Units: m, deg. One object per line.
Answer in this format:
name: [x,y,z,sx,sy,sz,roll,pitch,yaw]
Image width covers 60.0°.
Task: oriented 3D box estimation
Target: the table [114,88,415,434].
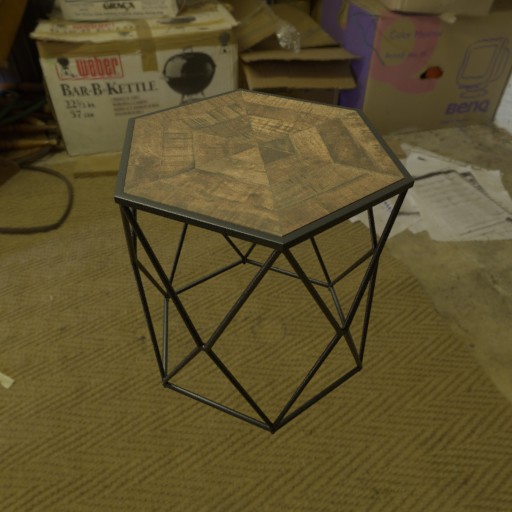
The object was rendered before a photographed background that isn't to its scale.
table: [0.000,0.000,1.036,0.578,0.564,0.579,-26,47,-27]
